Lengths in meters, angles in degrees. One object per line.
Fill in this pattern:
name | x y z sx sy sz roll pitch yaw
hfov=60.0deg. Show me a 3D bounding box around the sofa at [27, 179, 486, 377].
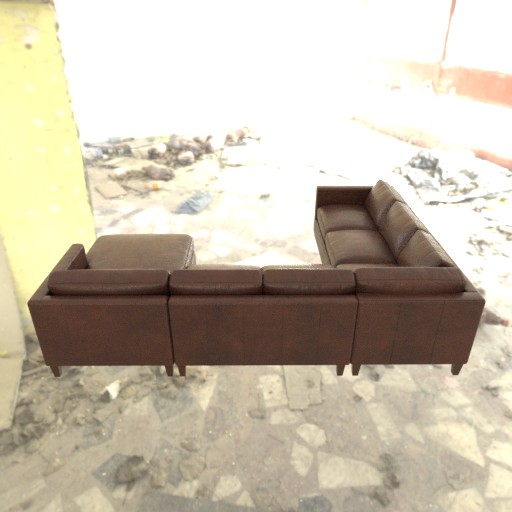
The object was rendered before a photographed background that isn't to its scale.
sofa | 0.000 0.000 4.398 3.324 0.891 2.452 0 29 0
